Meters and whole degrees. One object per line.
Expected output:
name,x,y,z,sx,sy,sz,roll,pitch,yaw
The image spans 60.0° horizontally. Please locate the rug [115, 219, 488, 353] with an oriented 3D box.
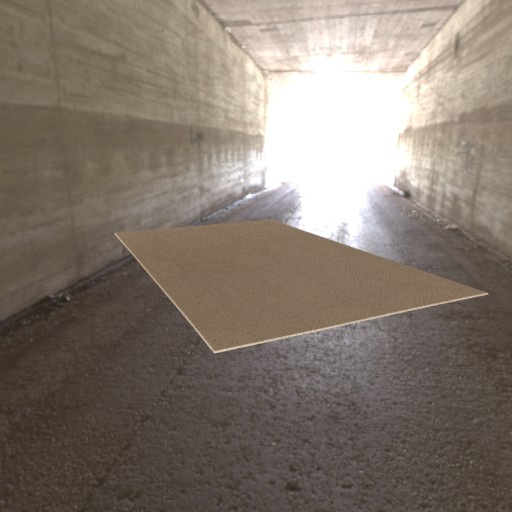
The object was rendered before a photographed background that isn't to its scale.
rug,0.000,0.000,3.057,1.524,0.008,2.440,-7,16,-25
